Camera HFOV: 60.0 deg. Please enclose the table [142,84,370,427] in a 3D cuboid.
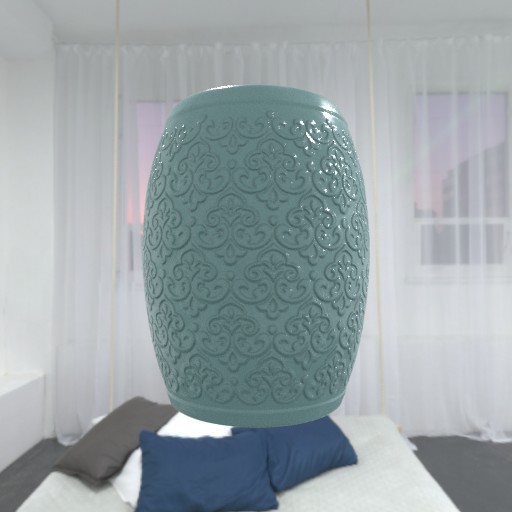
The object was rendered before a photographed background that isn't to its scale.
[{"bbox_3d":[0.000,0.000,0.622,0.309,0.397,0.309,0,-1,0],"label":"table"}]
